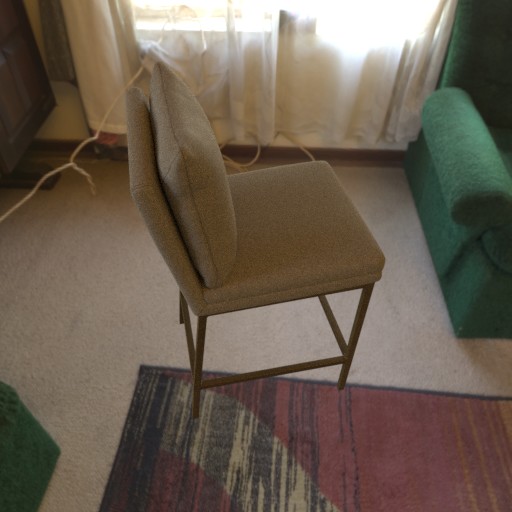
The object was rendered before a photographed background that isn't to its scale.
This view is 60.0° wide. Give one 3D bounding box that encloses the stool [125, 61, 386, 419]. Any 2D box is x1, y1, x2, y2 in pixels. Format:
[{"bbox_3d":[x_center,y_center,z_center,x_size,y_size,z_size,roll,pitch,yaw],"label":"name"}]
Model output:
[{"bbox_3d":[0.000,0.000,1.308,0.569,1.030,0.463,-9,46,-9],"label":"stool"}]
